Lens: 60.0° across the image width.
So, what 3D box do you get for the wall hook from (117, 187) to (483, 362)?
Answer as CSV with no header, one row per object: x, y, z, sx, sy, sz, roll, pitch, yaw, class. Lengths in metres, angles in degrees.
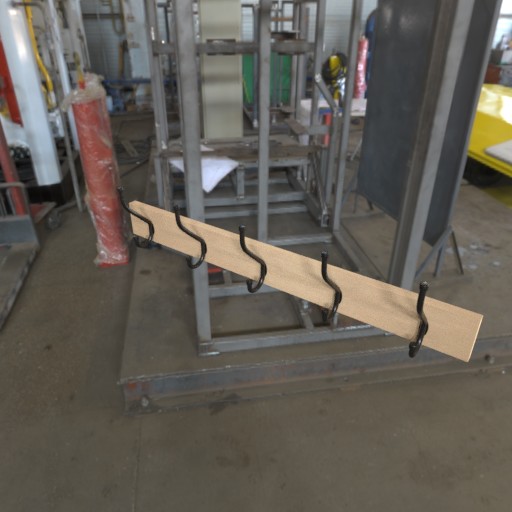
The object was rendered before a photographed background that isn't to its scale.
0.000,0.000,0.614,0.571,0.117,0.071,19,35,30,wall hook
